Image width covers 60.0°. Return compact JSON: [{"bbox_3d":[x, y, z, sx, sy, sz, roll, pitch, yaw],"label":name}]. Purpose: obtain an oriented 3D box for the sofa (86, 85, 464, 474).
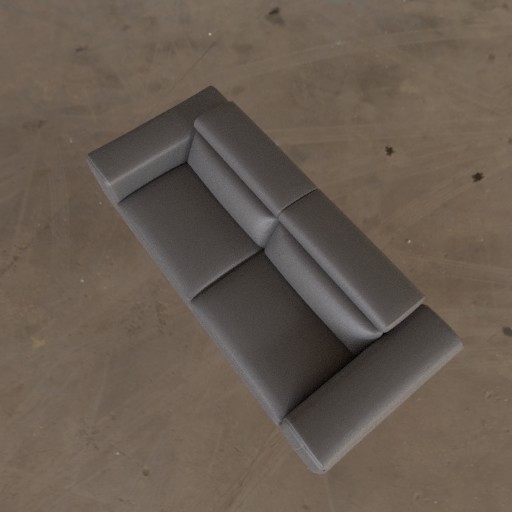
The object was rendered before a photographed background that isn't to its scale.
[{"bbox_3d":[0.000,0.000,2.744,1.023,0.759,2.321,-35,70,-15],"label":"sofa"}]
